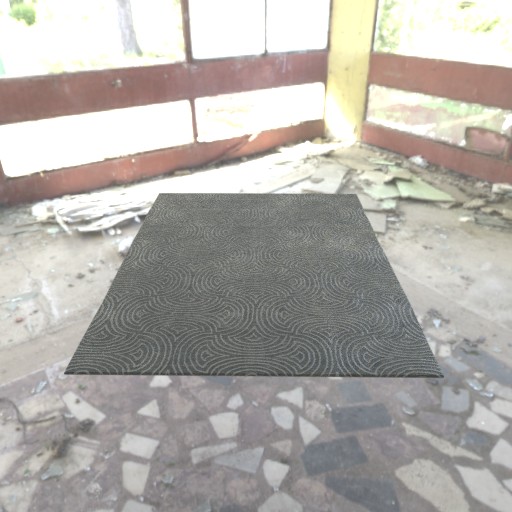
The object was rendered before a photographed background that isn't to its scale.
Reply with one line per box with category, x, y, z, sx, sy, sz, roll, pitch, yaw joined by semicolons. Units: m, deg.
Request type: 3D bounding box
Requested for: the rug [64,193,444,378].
rug;0.000;0.000;4.153;2.456;0.021;3.042;0;30;1
